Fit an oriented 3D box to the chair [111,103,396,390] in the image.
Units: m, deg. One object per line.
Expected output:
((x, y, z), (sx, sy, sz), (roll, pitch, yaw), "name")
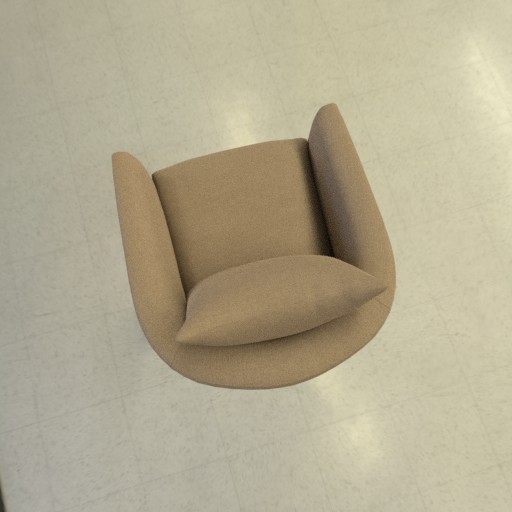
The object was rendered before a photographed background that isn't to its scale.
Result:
((0.000, 0.000, 1.613), (0.845, 0.848, 0.910), (-14, 77, -3), "chair")
